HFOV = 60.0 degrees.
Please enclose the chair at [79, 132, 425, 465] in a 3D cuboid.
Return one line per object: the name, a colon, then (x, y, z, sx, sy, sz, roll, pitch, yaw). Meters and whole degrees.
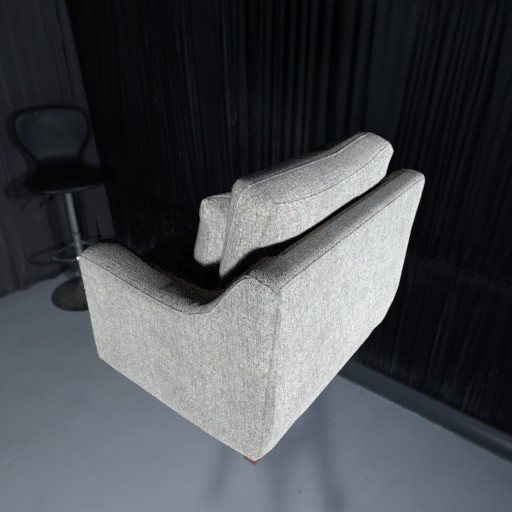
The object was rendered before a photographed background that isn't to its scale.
chair: (0.000, 0.000, 1.944, 1.009, 1.037, 1.138, 21, 36, 32)
